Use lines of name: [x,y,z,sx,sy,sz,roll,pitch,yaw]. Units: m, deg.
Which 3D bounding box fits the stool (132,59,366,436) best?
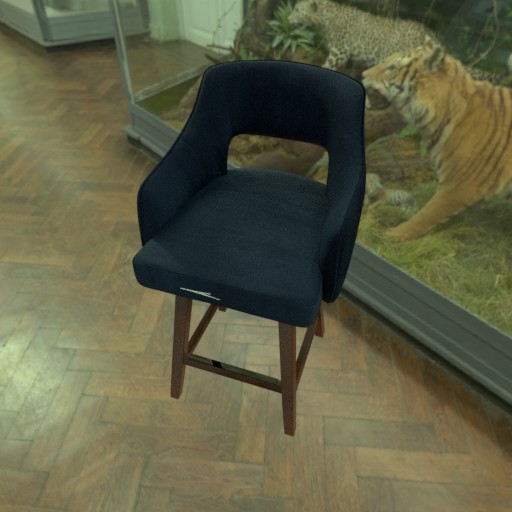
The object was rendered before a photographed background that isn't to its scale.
stool: [0.000,0.000,1.297,0.550,0.940,0.560,13,42,14]
